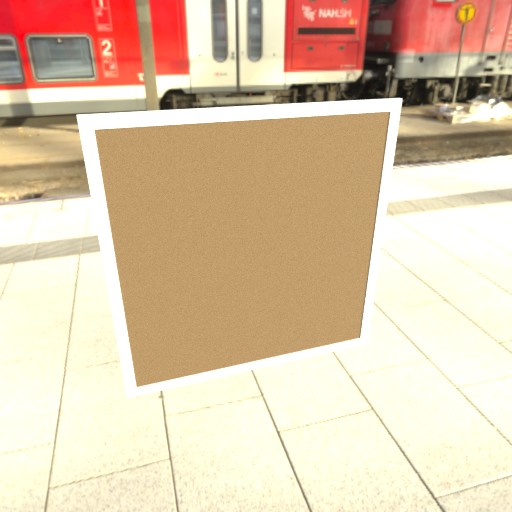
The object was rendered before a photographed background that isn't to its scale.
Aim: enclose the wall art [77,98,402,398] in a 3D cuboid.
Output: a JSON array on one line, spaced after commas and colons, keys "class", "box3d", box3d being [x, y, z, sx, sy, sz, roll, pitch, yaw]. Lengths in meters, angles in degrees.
[{"class": "wall art", "box3d": [0.000, 0.000, 1.252, 0.812, 0.812, 0.015, -9, 28, -16]}]
